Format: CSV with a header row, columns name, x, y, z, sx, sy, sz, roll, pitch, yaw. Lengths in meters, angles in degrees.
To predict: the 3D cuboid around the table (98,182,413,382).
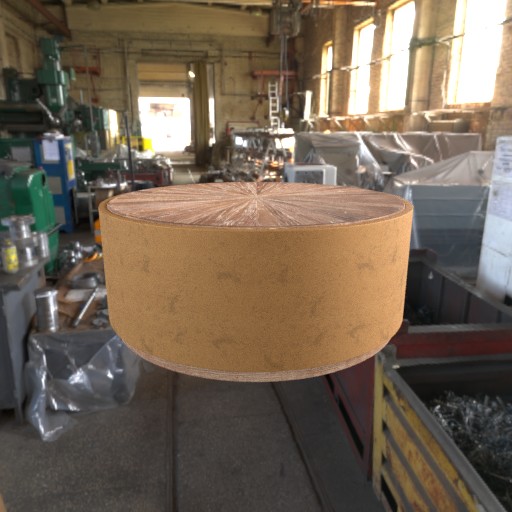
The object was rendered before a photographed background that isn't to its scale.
name,x,y,z,sx,sy,sz,roll,pitch,yaw
table,0.000,0.000,1.542,1.001,0.409,1.001,0,16,0
